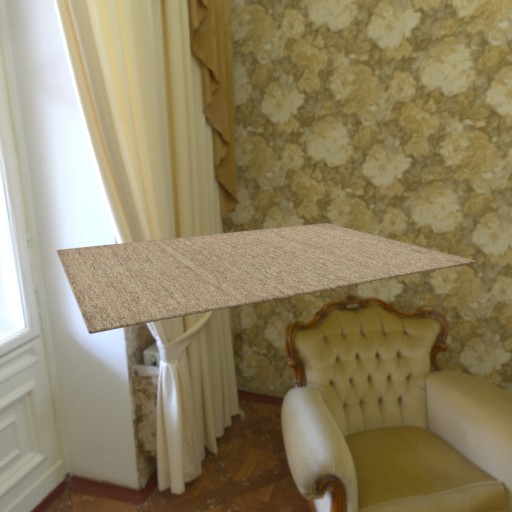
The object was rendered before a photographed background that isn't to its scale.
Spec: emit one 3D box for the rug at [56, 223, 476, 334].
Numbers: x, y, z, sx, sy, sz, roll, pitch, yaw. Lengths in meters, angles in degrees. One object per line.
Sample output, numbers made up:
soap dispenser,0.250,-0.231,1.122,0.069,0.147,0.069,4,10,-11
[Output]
rug,0.000,0.000,2.895,2.283,0.013,1.547,-7,16,-27
